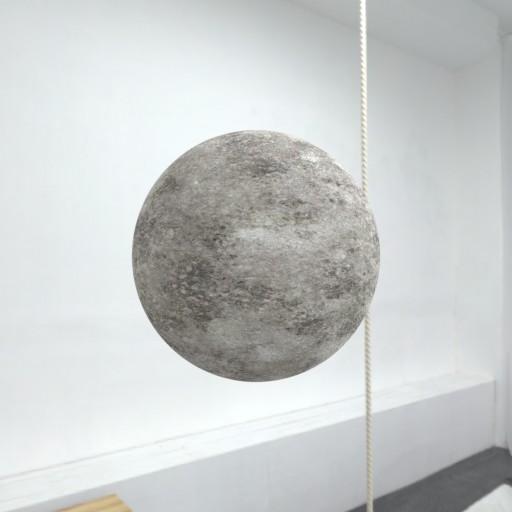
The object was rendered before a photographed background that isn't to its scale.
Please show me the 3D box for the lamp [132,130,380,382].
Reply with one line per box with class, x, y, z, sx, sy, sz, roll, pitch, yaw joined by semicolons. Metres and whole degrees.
lamp;0.000;0.000;0.782;0.422;0.429;0.422;0;-1;0
